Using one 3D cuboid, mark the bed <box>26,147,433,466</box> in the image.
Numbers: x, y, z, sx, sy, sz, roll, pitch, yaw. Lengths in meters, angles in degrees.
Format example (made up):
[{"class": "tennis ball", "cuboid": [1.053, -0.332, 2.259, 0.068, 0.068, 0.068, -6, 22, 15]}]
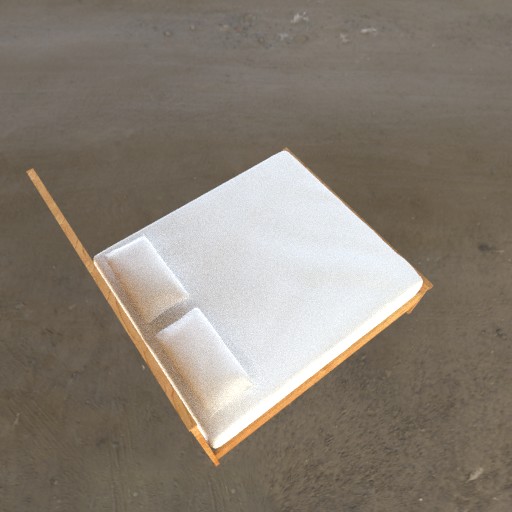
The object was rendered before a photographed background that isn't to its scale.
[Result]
[{"class": "bed", "cuboid": [0.000, 0.000, 3.999, 2.530, 1.938, 2.225, -33, 64, -18]}]
